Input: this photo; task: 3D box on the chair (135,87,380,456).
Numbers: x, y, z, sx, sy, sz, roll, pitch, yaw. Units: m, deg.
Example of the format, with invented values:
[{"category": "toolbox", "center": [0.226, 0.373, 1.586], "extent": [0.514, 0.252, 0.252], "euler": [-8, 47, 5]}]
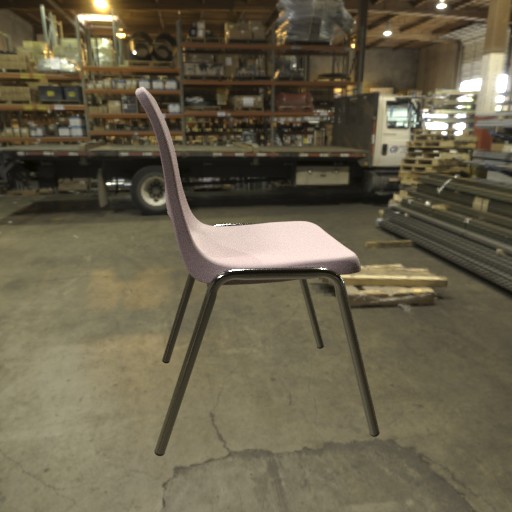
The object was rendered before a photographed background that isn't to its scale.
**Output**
[{"category": "chair", "center": [0.000, 0.000, 0.924], "extent": [0.436, 0.653, 0.381], "euler": [-3, 17, -9]}]
